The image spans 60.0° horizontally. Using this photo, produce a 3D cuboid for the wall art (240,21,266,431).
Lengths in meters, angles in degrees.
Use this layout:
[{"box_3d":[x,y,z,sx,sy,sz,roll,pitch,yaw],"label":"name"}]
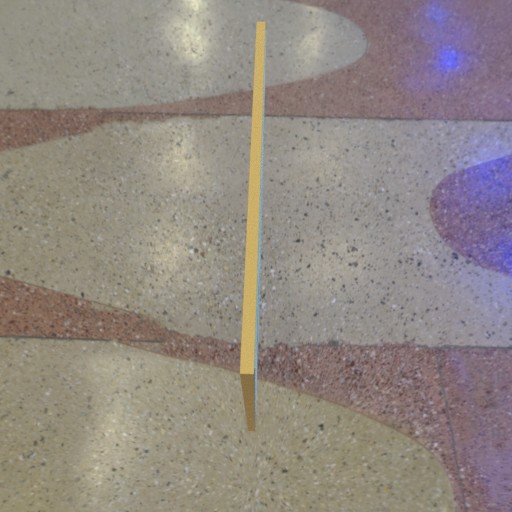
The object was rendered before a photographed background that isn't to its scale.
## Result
[{"box_3d":[0.000,0.000,0.679,0.013,0.455,0.457,2,63,1],"label":"wall art"}]
